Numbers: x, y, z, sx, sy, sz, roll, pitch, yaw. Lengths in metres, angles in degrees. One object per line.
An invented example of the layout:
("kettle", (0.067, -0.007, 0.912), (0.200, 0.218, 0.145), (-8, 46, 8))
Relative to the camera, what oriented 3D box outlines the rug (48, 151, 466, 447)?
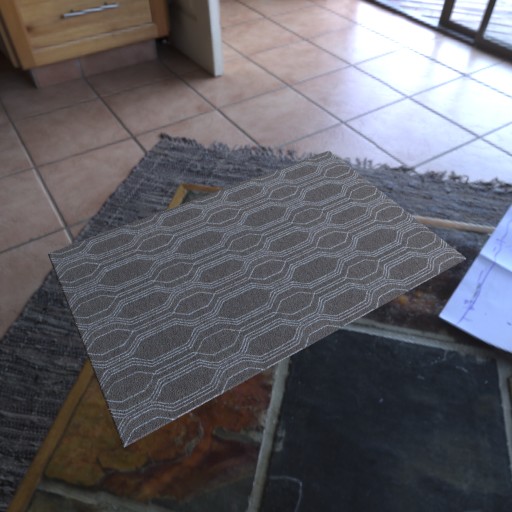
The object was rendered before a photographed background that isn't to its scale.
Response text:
("rug", (0.000, 0.000, 3.067), (2.457, 0.012, 1.541), (-24, 51, -21))
